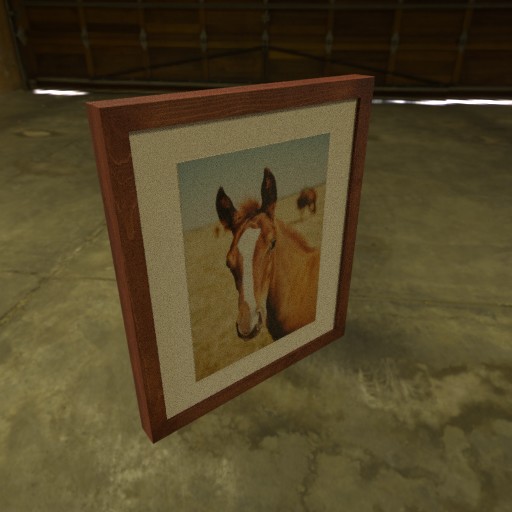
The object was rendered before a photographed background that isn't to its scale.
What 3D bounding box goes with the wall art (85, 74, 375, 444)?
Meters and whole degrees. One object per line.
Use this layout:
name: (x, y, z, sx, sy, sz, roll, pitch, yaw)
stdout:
wall art: (0.000, 0.000, 0.531, 0.330, 0.381, 0.030, -20, 34, -33)
